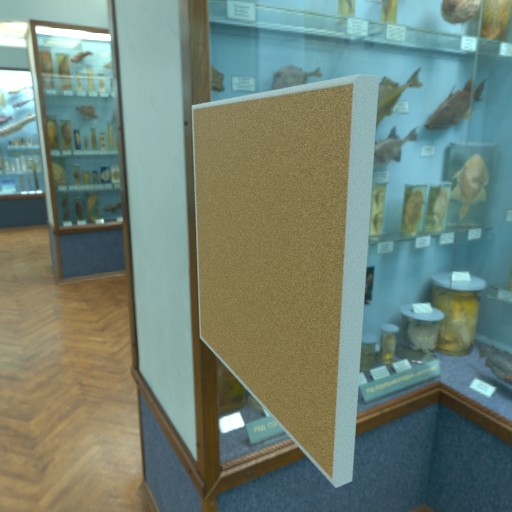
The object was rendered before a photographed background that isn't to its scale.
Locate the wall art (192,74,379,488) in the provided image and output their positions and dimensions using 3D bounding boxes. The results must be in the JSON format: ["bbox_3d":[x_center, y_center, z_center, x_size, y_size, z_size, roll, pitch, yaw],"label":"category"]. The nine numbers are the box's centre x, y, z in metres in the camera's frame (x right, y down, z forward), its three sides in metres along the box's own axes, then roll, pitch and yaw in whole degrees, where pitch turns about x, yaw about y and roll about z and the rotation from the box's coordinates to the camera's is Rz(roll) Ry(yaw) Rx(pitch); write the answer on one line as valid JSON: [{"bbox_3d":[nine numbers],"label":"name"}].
[{"bbox_3d":[0.000,0.000,1.117,0.041,0.765,0.768,-8,17,-26],"label":"wall art"}]
